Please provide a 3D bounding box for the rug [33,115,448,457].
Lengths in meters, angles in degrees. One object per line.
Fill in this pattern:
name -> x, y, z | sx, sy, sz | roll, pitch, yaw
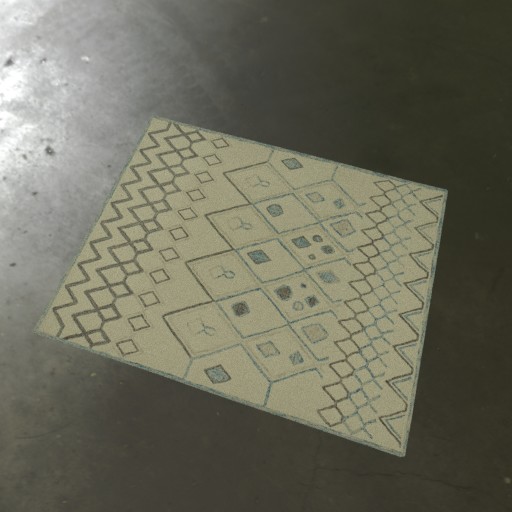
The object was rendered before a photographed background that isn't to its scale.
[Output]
rug -> 0.000, 0.000, 3.922 | 3.056, 0.013, 2.441 | 16, 65, 8
